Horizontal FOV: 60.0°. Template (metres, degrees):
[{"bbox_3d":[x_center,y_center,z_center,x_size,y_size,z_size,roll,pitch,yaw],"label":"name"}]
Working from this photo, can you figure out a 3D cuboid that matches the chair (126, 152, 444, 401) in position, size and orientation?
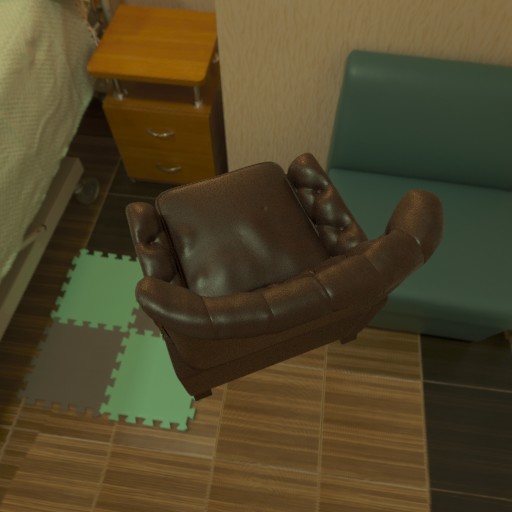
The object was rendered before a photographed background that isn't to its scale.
[{"bbox_3d":[0.000,0.000,1.420,0.709,0.864,0.823,-18,60,-11],"label":"chair"}]
